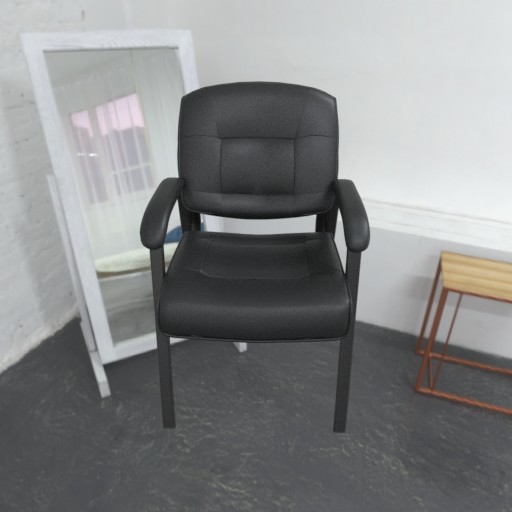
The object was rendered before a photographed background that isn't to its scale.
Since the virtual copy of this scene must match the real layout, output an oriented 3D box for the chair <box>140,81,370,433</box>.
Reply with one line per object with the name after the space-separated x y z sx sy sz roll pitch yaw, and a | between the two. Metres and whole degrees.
0.000 0.000 1.346 0.591 0.910 0.668 1 30 1 | chair
